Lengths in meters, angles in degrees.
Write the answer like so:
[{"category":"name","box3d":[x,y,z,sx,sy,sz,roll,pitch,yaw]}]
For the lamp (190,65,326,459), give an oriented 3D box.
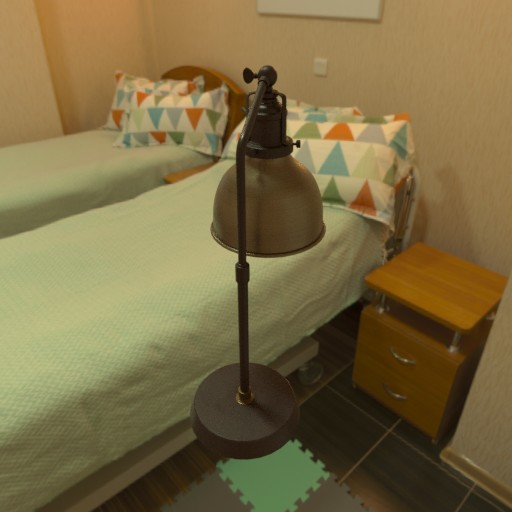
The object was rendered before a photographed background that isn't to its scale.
[{"category":"lamp","box3d":[0.000,0.000,0.606,0.175,0.469,0.298,10,32,16]}]
